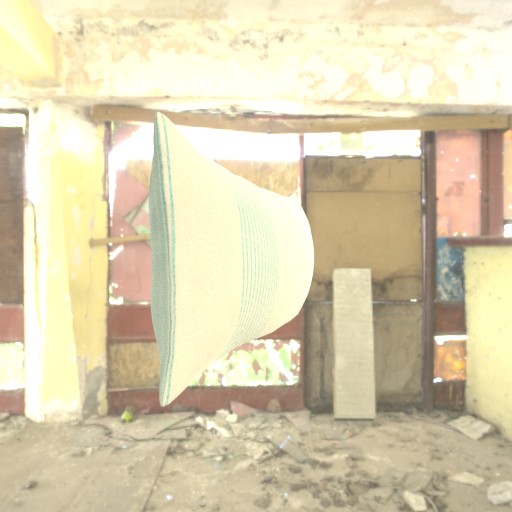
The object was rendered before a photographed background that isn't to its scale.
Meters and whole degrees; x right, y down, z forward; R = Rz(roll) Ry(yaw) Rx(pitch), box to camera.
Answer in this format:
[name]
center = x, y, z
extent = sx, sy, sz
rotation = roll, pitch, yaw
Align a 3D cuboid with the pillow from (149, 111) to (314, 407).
[pillow]
center = 0.000, 0.000, 0.719
extent = 0.151, 0.287, 0.610
rotation = 0, 1, 18
